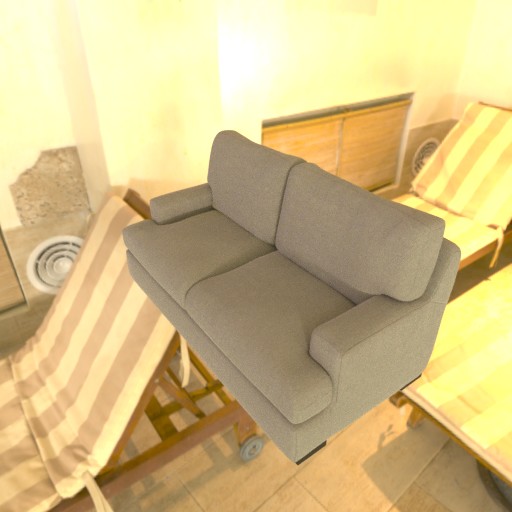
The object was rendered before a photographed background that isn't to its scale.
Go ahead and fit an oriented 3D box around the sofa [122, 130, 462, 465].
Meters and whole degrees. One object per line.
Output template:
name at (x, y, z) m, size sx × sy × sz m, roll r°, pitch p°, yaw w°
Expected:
sofa at (0.000, 0.000, 2.524) m, size 0.962 × 0.980 × 1.855 m, roll -21°, pitch 38°, yaw -30°
